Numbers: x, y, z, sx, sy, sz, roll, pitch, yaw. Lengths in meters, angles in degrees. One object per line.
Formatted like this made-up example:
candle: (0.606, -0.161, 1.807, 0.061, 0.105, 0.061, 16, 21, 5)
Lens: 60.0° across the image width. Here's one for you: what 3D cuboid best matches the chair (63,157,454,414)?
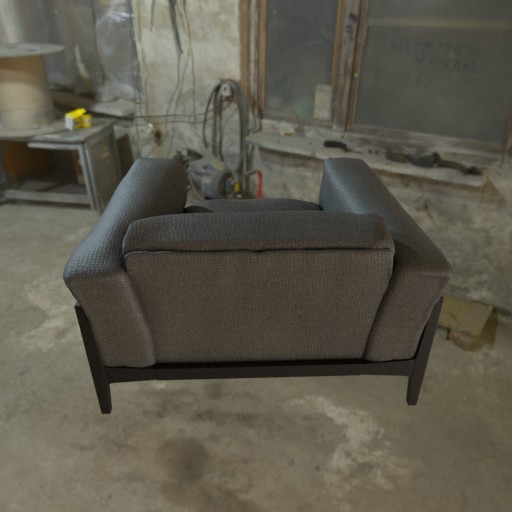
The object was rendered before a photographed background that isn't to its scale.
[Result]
chair: (0.000, 0.000, 1.674, 1.056, 0.646, 0.969, -1, 30, -2)
